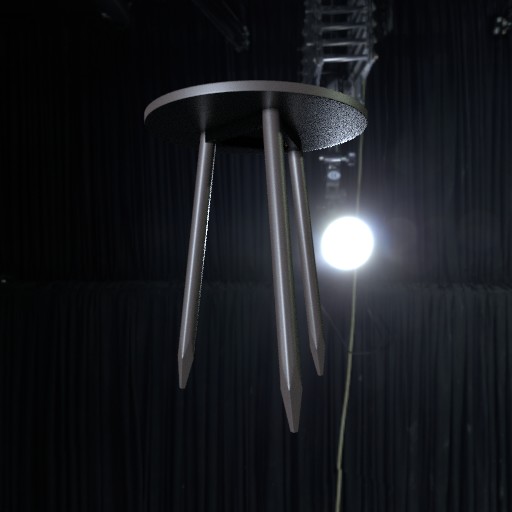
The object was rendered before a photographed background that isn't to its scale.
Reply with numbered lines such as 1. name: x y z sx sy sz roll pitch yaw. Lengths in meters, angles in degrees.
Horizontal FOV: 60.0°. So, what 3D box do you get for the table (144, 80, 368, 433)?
1. table: 0.000 0.000 0.939 0.457 0.585 0.457 0 0 0
